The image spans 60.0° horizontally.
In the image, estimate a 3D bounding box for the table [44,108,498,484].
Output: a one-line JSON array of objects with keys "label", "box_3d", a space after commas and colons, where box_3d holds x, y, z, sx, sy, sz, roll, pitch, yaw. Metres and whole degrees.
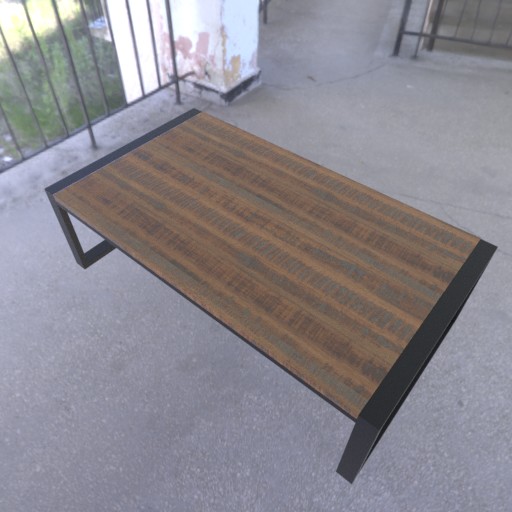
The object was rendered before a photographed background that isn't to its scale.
[{"label": "table", "box_3d": [0.000, 0.000, 1.632, 1.350, 0.400, 0.750, 31, 54, 26]}]
